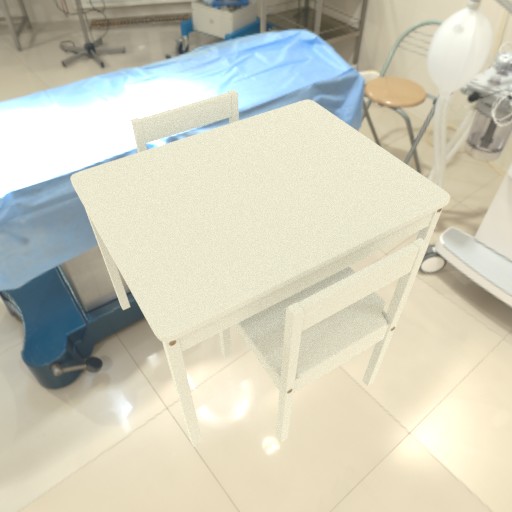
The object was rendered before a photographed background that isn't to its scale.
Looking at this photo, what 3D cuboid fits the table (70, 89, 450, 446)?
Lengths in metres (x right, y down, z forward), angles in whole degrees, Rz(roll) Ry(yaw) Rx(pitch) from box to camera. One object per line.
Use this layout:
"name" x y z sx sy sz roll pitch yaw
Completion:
"table" 0.000 0.000 1.088 0.650 0.503 0.672 -24 51 -21
